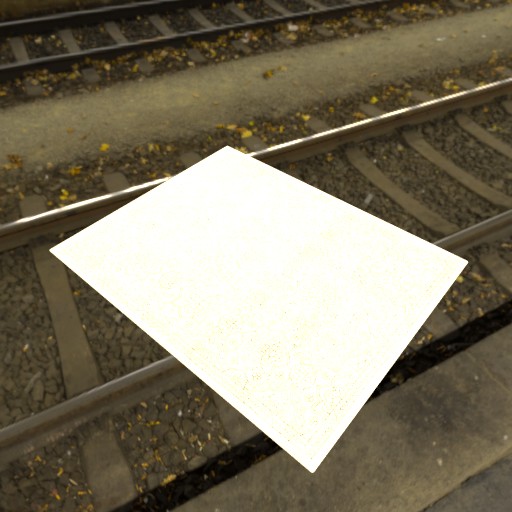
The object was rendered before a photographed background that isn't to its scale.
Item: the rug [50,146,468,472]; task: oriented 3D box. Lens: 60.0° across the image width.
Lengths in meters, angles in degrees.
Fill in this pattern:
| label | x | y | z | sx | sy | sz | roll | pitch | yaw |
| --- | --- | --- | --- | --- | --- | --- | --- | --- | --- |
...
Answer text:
| label | x | y | z | sx | sy | sz | roll | pitch | yaw |
| --- | --- | --- | --- | --- | --- | --- | --- | --- | --- |
| rug | 0.000 | 0.000 | 4.129 | 3.050 | 0.015 | 2.441 | 32 | 53 | 28 |
